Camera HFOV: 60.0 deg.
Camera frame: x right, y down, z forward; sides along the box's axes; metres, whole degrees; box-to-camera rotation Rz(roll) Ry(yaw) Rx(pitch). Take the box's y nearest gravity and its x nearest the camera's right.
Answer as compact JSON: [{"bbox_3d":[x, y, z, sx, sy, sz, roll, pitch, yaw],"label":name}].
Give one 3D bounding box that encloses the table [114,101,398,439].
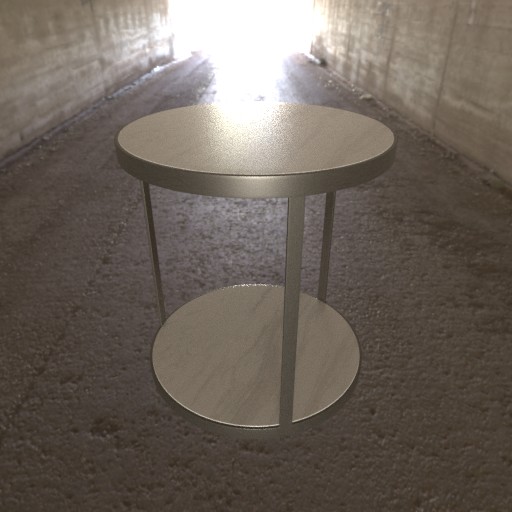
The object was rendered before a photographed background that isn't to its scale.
[{"bbox_3d":[0.000,0.000,0.840,0.445,0.479,0.445,0,30,0],"label":"table"}]
